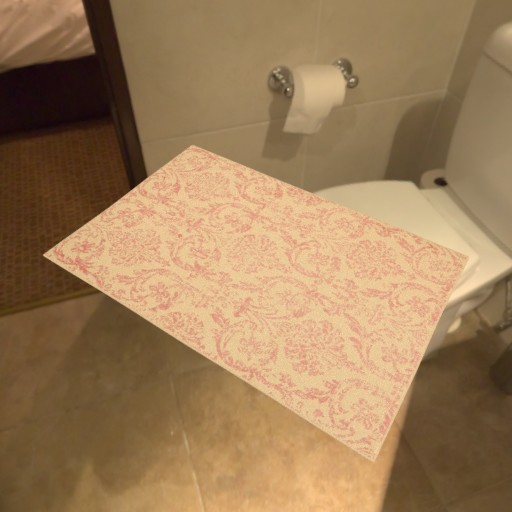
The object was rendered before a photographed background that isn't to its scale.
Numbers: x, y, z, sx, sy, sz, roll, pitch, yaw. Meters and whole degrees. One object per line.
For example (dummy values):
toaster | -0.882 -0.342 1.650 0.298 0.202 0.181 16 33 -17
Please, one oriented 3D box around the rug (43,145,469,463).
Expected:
rug | 0.000 0.000 3.419 2.746 0.018 1.819 26 53 22
